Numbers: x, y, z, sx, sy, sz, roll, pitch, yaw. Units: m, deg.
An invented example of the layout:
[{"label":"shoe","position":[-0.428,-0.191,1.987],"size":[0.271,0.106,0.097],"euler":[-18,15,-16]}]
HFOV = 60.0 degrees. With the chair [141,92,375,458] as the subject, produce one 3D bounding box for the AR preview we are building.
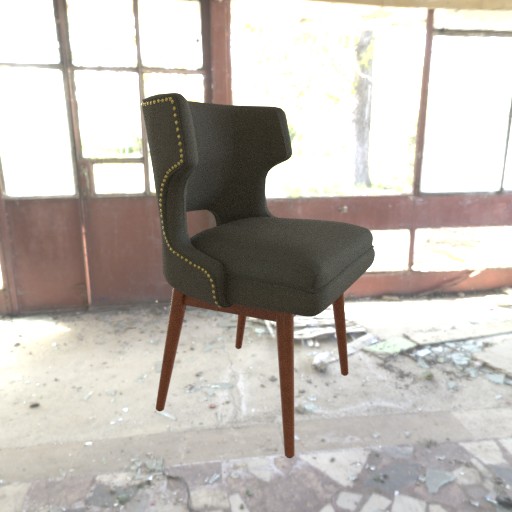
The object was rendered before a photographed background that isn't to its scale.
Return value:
[{"label":"chair","position":[0.000,0.000,1.265],"size":[0.581,0.863,0.595],"euler":[8,17,27]}]
